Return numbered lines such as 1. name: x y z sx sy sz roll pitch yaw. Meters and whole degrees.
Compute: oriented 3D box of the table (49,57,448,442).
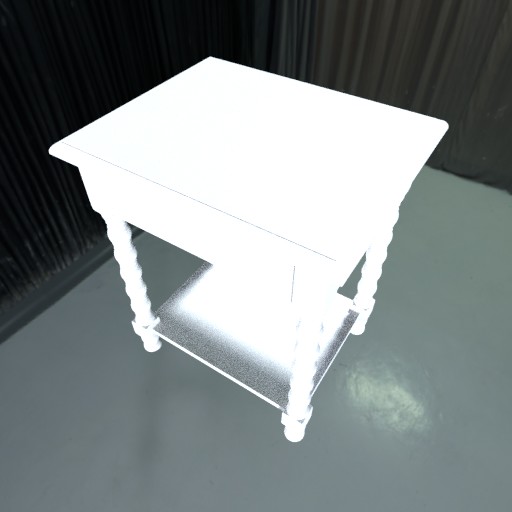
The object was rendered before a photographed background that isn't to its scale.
1. table: 0.000 0.000 0.836 0.460 0.531 0.381 25 51 22
